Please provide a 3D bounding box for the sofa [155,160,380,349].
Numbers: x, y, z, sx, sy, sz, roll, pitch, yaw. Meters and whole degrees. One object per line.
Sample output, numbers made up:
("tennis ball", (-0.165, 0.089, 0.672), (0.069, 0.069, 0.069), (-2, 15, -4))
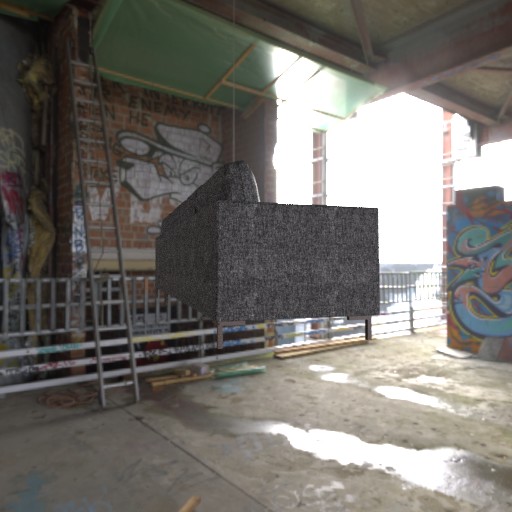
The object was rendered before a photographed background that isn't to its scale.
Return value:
("sofa", (0.000, 0.000, 3.990), (1.488, 0.970, 3.384), (0, -1, -18))
